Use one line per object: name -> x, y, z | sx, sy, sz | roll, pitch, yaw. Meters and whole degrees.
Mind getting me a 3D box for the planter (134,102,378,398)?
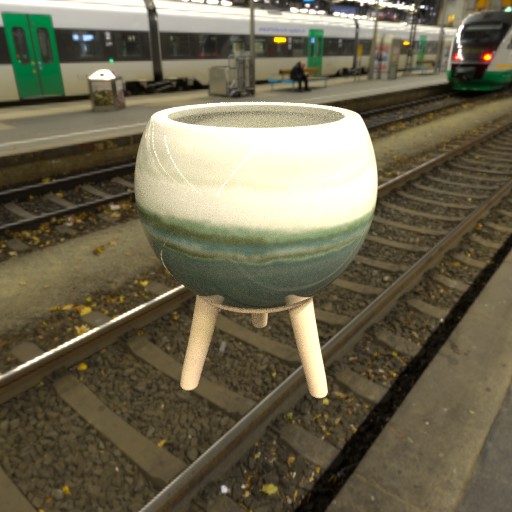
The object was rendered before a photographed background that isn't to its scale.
planter -> 0.000, 0.000, 0.448 | 0.222, 0.278, 0.222 | 0, 25, 0
